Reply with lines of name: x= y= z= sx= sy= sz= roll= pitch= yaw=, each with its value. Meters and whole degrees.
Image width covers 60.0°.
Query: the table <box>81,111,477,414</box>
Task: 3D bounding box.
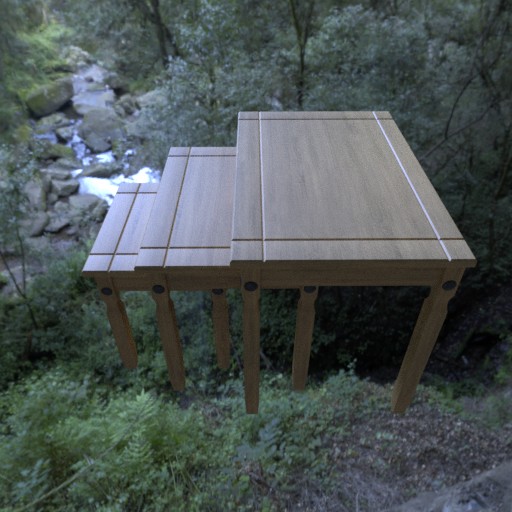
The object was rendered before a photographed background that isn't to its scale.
table: x=0.000 y=0.000 z=1.199 sx=0.773 sy=0.535 sz=0.660 roll=0 pitch=40 yaw=0
